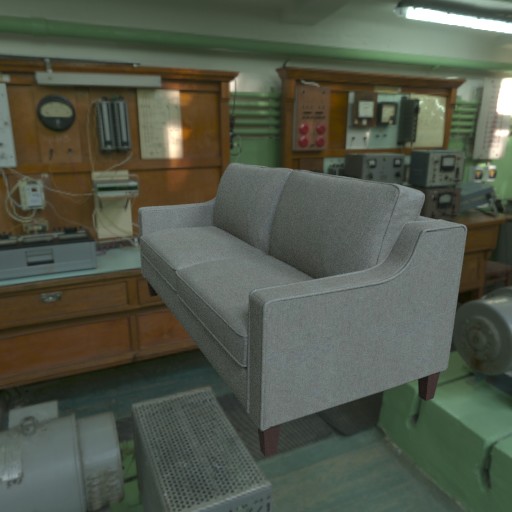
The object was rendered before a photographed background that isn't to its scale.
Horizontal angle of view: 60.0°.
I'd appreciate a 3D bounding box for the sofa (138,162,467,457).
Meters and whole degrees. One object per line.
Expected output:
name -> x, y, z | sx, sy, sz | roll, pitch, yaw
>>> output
sofa -> 0.000, 0.000, 2.791 | 1.073, 1.074, 2.181 | -8, 18, -25
